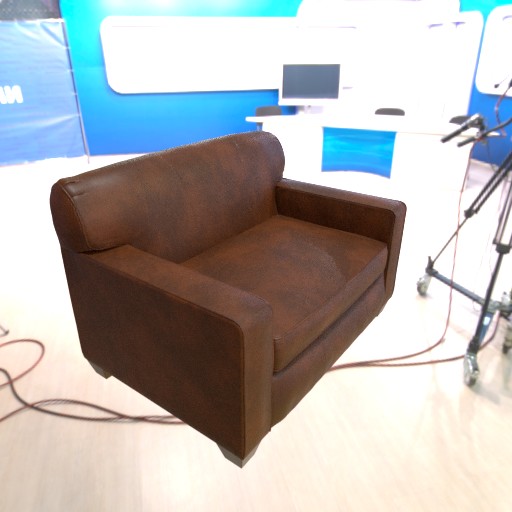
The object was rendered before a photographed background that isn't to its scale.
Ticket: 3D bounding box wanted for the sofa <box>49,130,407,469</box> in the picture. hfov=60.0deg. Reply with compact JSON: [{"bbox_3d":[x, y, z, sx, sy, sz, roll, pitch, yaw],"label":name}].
[{"bbox_3d":[0.000,0.000,2.095,1.000,0.956,1.413,18,31,33],"label":"sofa"}]
